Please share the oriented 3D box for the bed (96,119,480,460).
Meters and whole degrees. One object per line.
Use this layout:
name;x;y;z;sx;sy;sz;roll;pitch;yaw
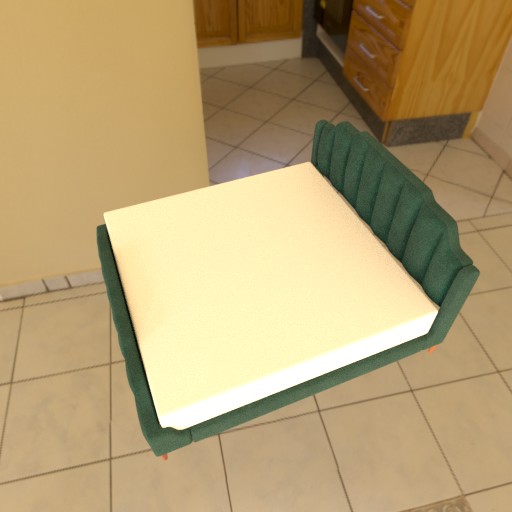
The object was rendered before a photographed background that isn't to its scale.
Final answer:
bed;0.000;0.000;3.516;2.340;1.245;2.074;-17;49;-15
